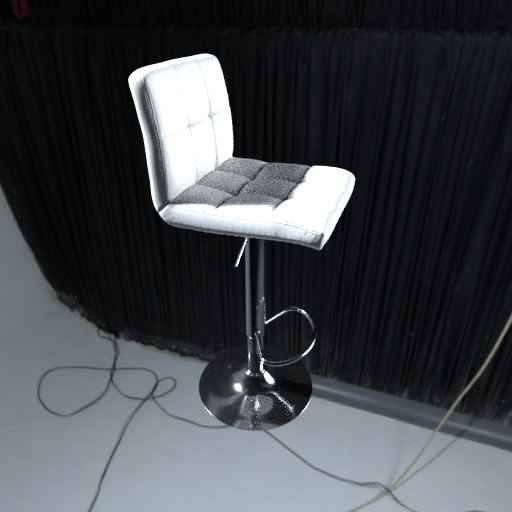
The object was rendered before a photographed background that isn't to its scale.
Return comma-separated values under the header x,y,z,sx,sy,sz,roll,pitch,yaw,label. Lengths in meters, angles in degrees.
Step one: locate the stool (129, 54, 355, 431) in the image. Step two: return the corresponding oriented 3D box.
x,y,z,sx,sy,sz,roll,pitch,yaw,label
0.000,0.000,1.387,0.505,1.115,0.430,11,32,18,stool
